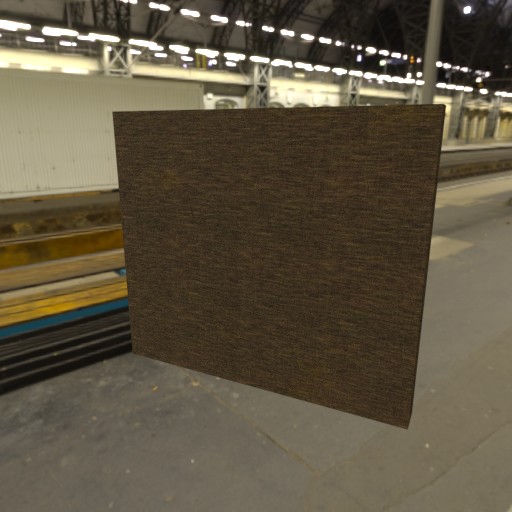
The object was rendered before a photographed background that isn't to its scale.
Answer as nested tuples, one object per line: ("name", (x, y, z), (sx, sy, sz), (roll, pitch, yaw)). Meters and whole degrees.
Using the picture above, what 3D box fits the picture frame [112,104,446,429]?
("picture frame", (0.000, 0.000, 0.524), (0.378, 0.330, 0.033), (8, 18, 25))
